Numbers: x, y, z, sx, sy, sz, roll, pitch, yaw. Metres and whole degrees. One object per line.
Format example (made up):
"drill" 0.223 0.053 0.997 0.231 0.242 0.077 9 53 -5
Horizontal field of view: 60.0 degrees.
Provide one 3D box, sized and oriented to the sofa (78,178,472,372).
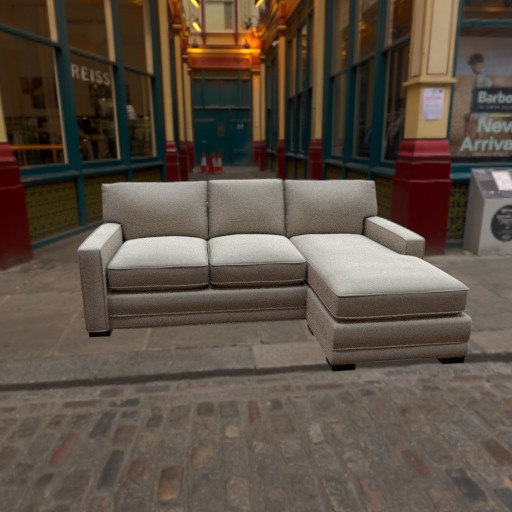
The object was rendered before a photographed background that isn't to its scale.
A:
"sofa" 0.000 0.000 2.822 2.087 0.861 1.496 -2 15 -7
